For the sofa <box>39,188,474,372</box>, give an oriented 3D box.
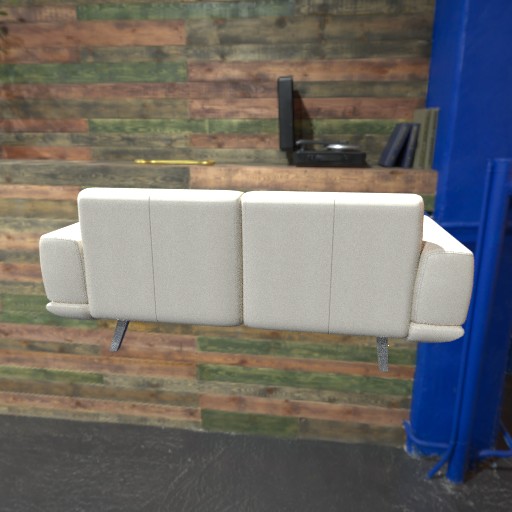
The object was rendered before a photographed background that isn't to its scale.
[{"bbox_3d":[0.000,0.000,2.332,1.901,0.772,0.900,2,16,8],"label":"sofa"}]
